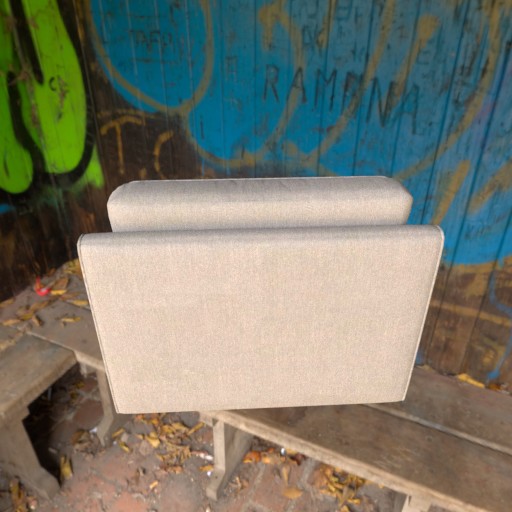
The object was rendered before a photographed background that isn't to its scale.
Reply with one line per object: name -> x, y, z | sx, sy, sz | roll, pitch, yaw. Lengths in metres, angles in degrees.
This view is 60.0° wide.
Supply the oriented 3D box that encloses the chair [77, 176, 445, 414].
chair -> 0.000, 0.000, 2.030 | 1.270, 0.974, 1.043 | -2, 31, -3
